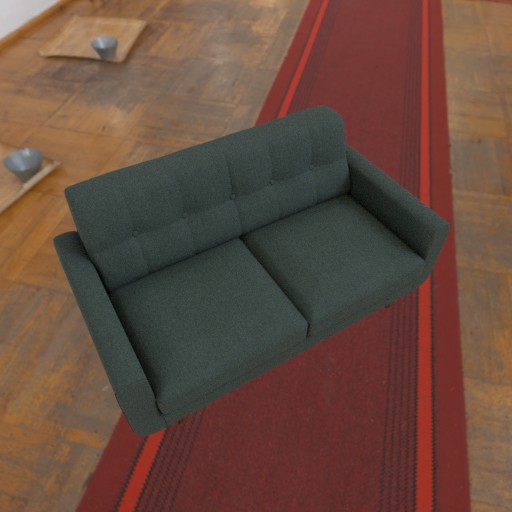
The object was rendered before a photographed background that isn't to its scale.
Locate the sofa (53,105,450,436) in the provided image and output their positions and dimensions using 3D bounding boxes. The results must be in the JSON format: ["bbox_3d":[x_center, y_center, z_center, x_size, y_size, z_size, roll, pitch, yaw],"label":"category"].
[{"bbox_3d":[0.000,0.000,2.139,1.631,0.841,0.909,-24,52,-20],"label":"sofa"}]
